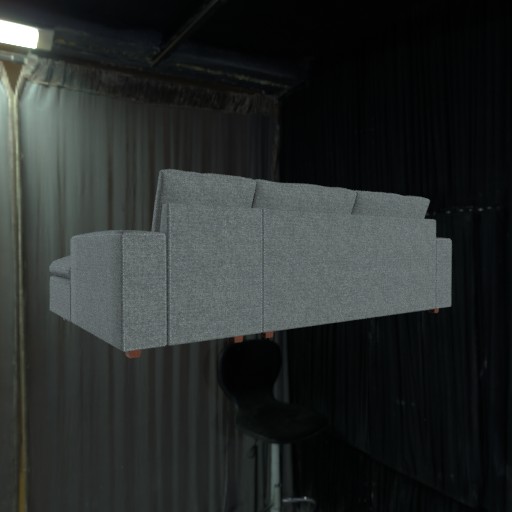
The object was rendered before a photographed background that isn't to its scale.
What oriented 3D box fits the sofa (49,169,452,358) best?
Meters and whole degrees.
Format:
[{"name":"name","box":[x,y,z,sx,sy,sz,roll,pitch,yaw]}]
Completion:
[{"name":"sofa","box":[0.000,0.000,3.503,2.718,0.940,1.689,-1,1,-35]}]
